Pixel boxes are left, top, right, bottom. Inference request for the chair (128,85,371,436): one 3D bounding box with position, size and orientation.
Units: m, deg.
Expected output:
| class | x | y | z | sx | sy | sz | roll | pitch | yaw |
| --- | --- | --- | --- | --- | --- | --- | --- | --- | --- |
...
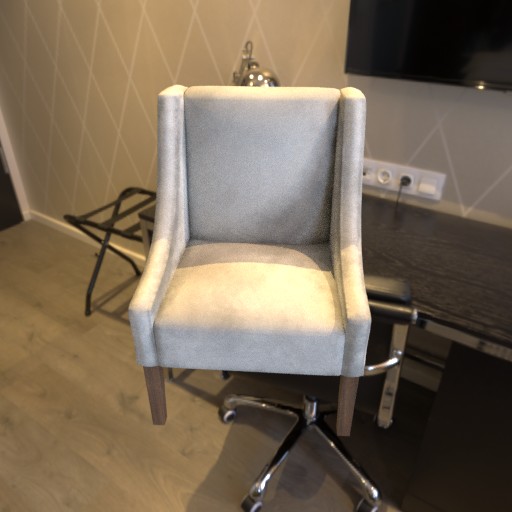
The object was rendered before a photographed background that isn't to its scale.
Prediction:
| class | x | y | z | sx | sy | sz | roll | pitch | yaw |
| --- | --- | --- | --- | --- | --- | --- | --- | --- | --- |
| chair | 0.000 | 0.000 | 1.361 | 0.629 | 0.895 | 0.629 | 2 | 31 | 3 |
